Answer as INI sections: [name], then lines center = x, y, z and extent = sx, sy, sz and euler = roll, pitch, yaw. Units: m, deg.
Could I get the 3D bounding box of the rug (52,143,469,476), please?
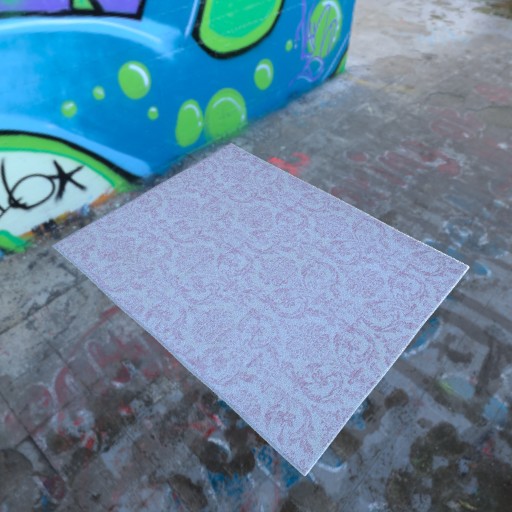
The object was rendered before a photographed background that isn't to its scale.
[rug]
center = 0.000, 0.000, 4.026
extent = 2.980, 0.012, 2.363
euler = 33, 55, 28
